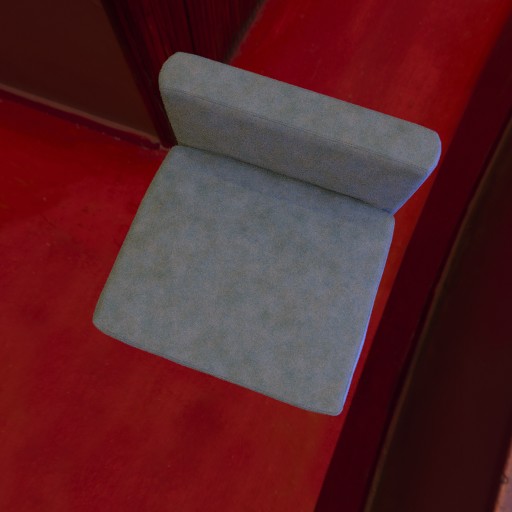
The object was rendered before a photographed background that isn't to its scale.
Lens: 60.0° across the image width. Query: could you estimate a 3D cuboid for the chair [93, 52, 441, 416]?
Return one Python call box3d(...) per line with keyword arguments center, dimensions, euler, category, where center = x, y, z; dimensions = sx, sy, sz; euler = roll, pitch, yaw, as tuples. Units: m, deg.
box3d(center=(0.000, 0.000, 1.240), dimensions=(0.684, 0.660, 0.685), euler=(19, 77, 5), category="chair")
